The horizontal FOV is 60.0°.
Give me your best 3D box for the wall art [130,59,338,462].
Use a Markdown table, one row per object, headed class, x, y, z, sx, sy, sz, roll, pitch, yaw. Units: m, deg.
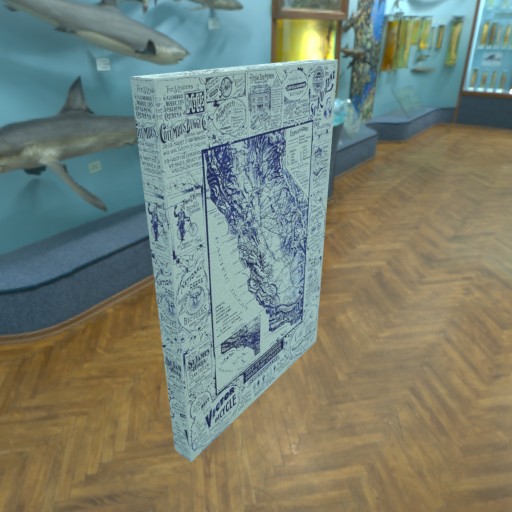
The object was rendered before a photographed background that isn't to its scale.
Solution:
| class | x | y | z | sx | sy | sz | roll | pitch | yaw |
| --- | --- | --- | --- | --- | --- | --- | --- | --- | --- |
| wall art | 0.000 | 0.000 | 0.476 | 0.025 | 0.376 | 0.255 | 19 | 33 | 33 |
